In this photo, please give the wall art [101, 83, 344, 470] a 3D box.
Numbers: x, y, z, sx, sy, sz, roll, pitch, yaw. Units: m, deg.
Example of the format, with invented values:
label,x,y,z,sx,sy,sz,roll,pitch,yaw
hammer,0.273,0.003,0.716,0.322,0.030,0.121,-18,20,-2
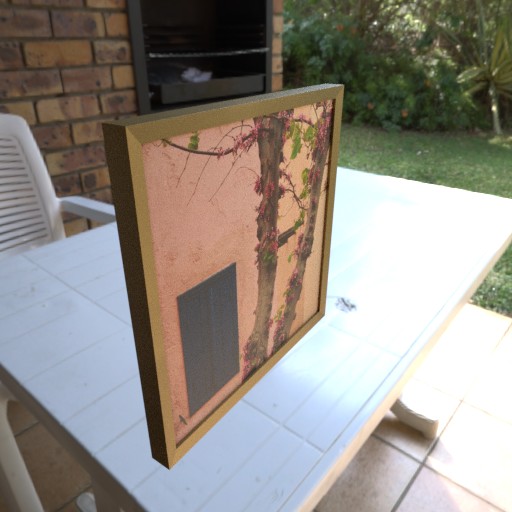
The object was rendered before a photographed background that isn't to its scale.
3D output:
label,x,y,z,sx,sy,sz,roll,pitch,yaw
wall art,0.000,0.000,0.753,0.038,0.508,0.507,18,31,31
